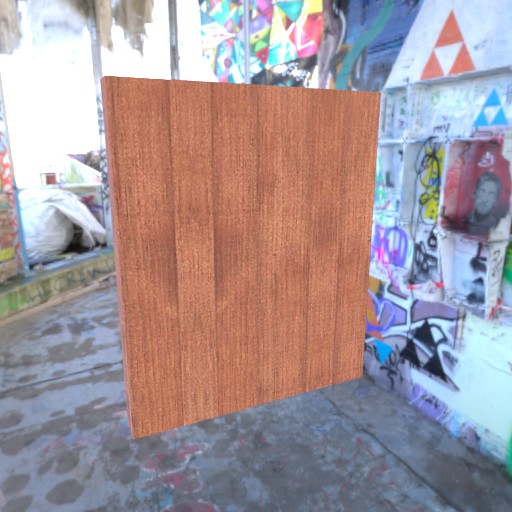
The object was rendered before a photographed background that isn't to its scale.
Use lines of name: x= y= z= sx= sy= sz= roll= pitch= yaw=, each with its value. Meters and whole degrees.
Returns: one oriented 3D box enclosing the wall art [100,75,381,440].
wall art: x=0.000 y=0.000 z=0.625 sx=0.377 sy=0.449 sz=0.039 roll=-7 pitch=16 yaw=-25
